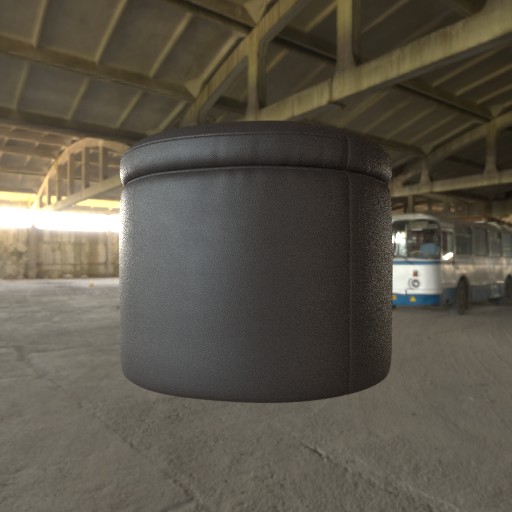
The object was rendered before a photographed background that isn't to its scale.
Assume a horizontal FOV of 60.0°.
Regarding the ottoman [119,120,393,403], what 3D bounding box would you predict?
[{"bbox_3d":[0.000,0.000,0.847,0.500,0.409,0.500,0,0,0],"label":"ottoman"}]
